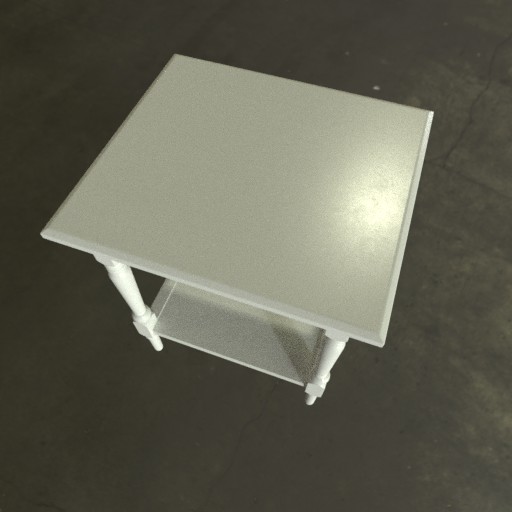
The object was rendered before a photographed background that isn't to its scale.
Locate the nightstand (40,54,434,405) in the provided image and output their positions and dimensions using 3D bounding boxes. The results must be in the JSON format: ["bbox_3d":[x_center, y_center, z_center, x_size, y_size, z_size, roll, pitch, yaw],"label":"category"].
[{"bbox_3d":[0.000,0.000,0.945,0.505,0.555,0.459,17,60,10],"label":"nightstand"}]
